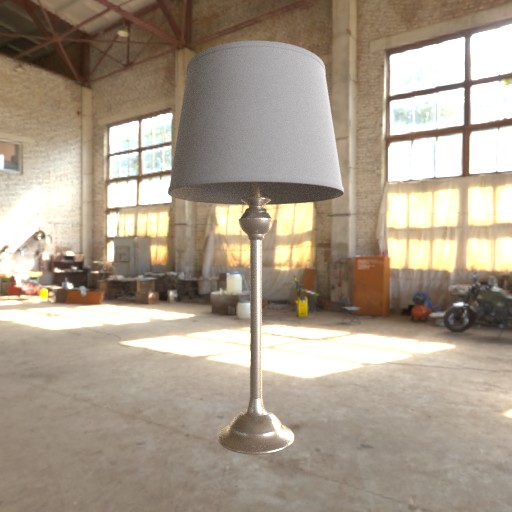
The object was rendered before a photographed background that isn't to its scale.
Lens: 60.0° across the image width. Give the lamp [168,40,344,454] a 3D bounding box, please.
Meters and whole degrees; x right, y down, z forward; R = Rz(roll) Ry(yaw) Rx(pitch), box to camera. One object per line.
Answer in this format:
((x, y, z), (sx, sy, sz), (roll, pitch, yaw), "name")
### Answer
((0.000, 0.000, 0.849), (0.331, 0.698, 0.331), (0, 0, 0), "lamp")
